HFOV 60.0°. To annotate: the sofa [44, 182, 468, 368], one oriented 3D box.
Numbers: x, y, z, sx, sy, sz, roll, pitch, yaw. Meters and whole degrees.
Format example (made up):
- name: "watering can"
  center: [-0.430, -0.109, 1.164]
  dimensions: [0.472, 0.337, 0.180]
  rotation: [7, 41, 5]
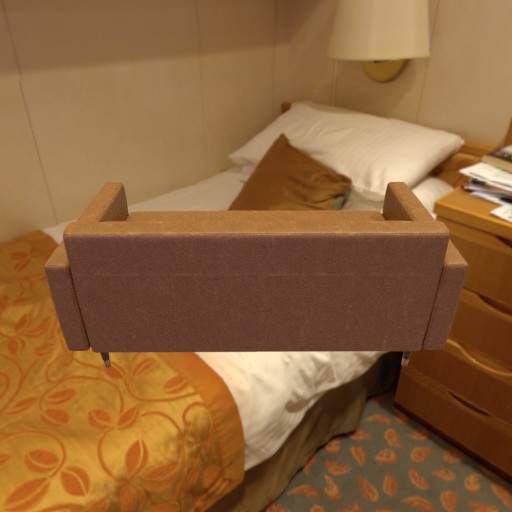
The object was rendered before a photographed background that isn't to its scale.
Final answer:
- name: "sofa"
  center: [0.000, 0.000, 2.422]
  dimensions: [1.847, 0.821, 0.993]
  rotation: [0, 31, 0]
